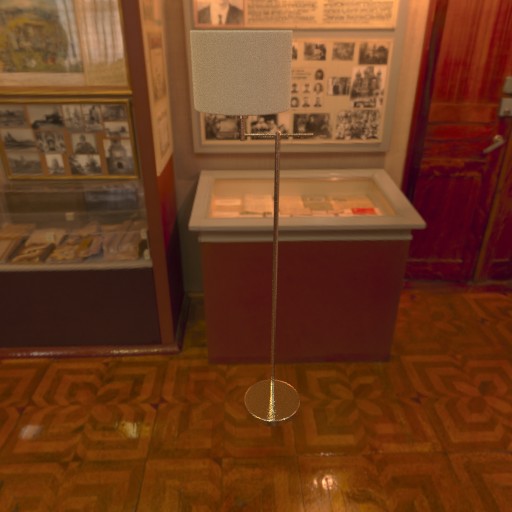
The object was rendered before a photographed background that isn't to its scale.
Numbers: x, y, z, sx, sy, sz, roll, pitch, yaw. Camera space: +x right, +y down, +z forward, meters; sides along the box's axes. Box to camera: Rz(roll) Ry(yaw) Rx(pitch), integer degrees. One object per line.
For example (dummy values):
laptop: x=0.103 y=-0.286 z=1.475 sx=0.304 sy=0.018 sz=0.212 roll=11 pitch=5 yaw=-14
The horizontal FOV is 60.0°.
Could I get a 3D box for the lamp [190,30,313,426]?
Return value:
lamp: x=0.000 y=0.000 z=1.765 sx=0.416 sy=1.600 sz=0.324 roll=0 pitch=27 yaw=0
